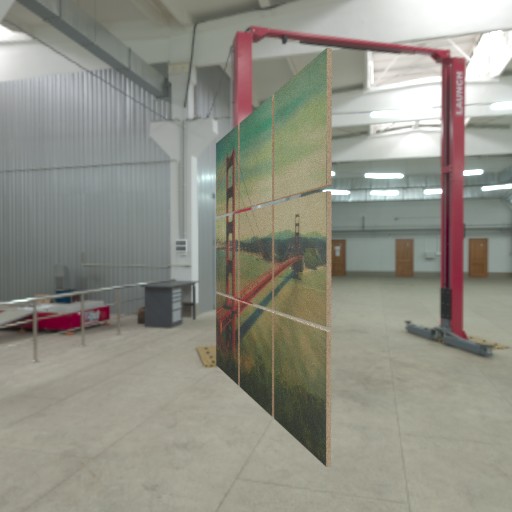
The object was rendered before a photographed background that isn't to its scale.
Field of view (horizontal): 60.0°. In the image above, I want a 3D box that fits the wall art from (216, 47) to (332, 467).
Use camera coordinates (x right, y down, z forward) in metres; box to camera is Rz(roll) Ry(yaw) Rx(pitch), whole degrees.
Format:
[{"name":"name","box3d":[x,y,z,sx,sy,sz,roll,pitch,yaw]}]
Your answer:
[{"name":"wall art","box3d":[0.000,0.000,1.393,0.012,0.910,0.917,0,1,-20]}]
